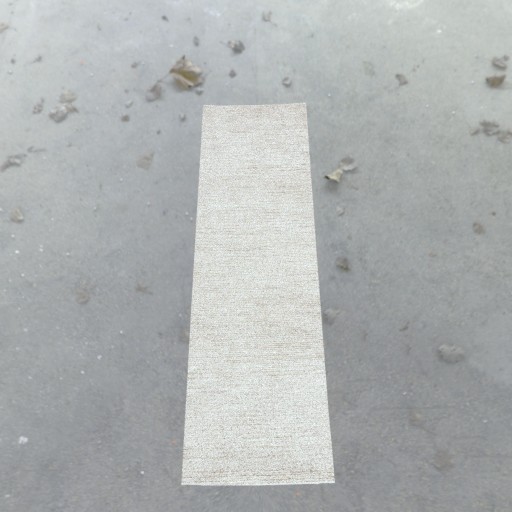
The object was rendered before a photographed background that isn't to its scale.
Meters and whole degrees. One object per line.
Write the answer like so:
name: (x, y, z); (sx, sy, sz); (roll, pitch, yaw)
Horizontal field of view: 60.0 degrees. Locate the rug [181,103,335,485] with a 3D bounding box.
rug: (0.000, 0.000, 2.552); (0.712, 0.013, 2.346); (0, 64, 0)
